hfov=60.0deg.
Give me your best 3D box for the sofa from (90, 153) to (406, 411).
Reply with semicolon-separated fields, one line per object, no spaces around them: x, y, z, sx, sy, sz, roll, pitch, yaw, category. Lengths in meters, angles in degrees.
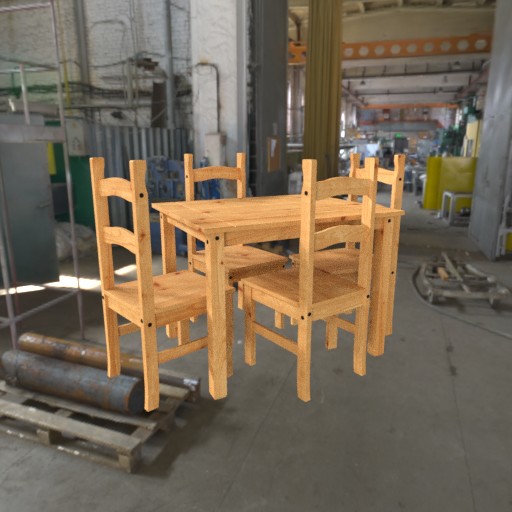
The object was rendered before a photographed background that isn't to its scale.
0.000;0.000;2.265;1.529;1.000;1.144;-7;16;-26;sofa
